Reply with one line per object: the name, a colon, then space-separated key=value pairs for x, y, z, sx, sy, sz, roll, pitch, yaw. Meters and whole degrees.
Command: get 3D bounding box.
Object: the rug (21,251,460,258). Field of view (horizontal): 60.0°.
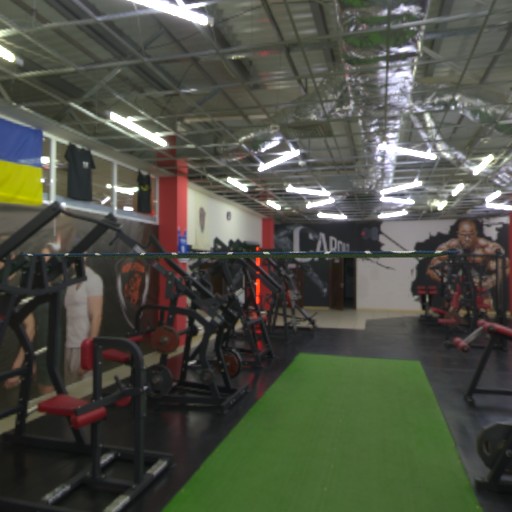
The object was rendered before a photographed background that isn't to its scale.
rug: x=0.000 y=0.000 z=2.742 sx=2.134 sy=0.010 sz=1.524 roll=0 pitch=-1 yaw=18
